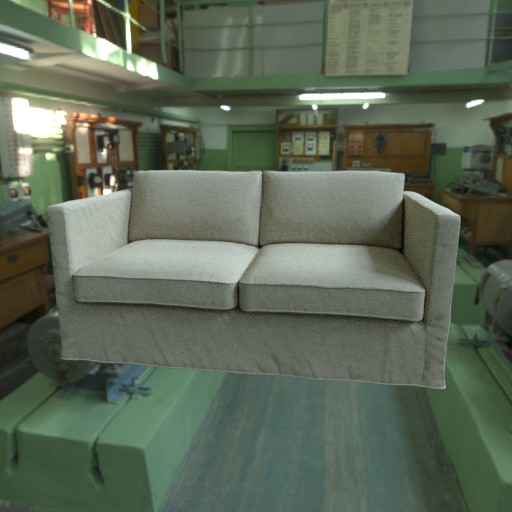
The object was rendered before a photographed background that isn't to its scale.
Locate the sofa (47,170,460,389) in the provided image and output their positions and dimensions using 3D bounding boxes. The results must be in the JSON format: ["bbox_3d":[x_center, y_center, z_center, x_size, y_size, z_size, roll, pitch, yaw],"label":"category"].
[{"bbox_3d":[0.000,0.000,2.263,1.719,0.835,0.962,2,14,9],"label":"sofa"}]
